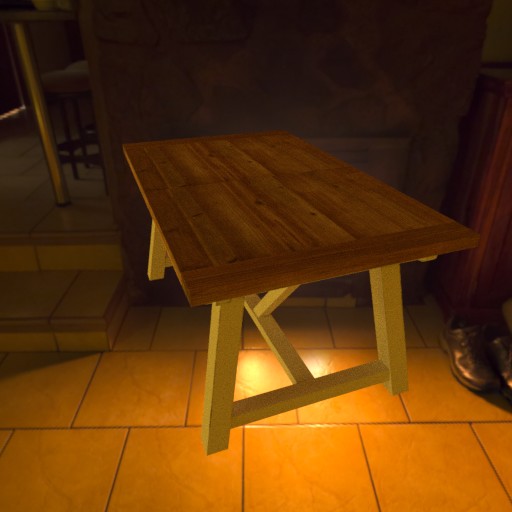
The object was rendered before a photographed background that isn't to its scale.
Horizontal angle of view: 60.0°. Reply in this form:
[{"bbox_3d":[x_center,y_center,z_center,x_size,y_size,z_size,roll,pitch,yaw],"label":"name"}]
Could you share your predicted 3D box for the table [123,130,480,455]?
[{"bbox_3d":[0.000,0.000,2.027,0.922,0.743,1.503,-10,30,-18],"label":"table"}]
